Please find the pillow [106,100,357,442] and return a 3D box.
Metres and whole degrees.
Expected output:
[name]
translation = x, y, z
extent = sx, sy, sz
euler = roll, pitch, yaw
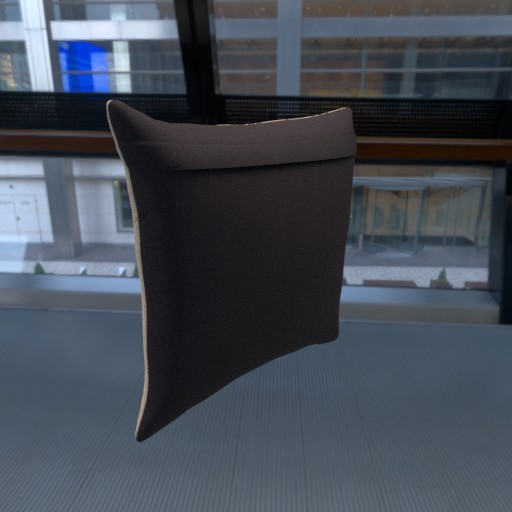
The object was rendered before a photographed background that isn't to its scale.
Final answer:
[pillow]
translation = 0.000, 0.000, 0.627
extent = 0.405, 0.406, 0.173
euler = -15, 23, -40
